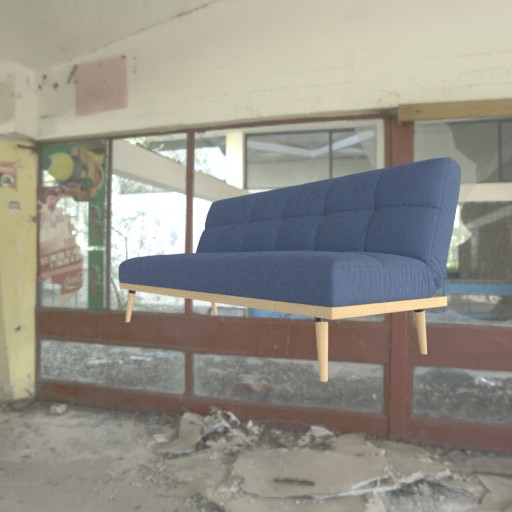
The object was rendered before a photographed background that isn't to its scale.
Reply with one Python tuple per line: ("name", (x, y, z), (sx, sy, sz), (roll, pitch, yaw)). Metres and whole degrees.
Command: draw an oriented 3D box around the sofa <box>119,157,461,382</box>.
("sofa", (0.000, 0.000, 2.278), (0.796, 0.800, 1.800), (0, 0, -37))
